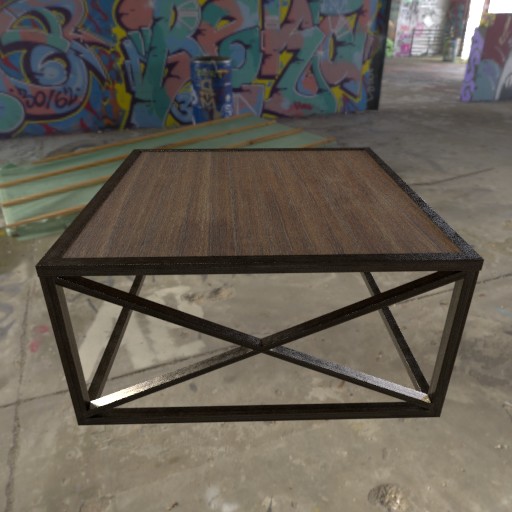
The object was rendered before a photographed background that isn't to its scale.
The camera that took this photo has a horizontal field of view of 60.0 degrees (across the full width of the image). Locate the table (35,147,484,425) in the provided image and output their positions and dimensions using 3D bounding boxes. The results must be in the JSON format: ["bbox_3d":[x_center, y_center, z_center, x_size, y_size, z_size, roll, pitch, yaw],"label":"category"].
[{"bbox_3d":[0.000,0.000,1.392,0.899,0.451,0.909,-1,28,-1],"label":"table"}]
